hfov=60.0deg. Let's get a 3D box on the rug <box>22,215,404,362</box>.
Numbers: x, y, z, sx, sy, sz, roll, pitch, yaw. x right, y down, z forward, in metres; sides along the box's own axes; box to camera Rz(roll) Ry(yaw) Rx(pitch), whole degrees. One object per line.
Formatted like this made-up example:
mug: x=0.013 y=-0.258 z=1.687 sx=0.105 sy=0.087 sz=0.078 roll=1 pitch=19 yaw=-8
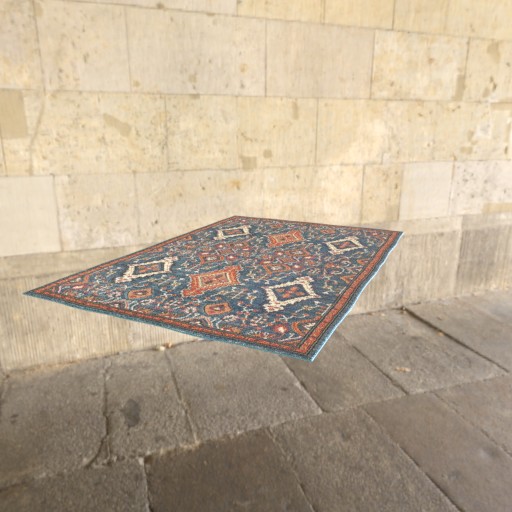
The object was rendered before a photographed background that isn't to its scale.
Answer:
rug: x=0.000 y=0.000 z=3.014 sx=1.622 sy=0.009 sz=2.373 roll=8 pitch=18 yaw=25
